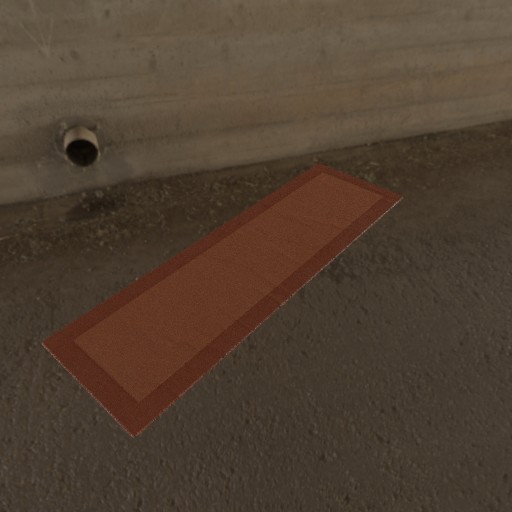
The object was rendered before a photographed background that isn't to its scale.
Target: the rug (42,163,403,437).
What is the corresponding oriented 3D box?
[{"bbox_3d":[0.000,0.000,2.731,0.914,0.013,2.471,26,47,27],"label":"rug"}]
